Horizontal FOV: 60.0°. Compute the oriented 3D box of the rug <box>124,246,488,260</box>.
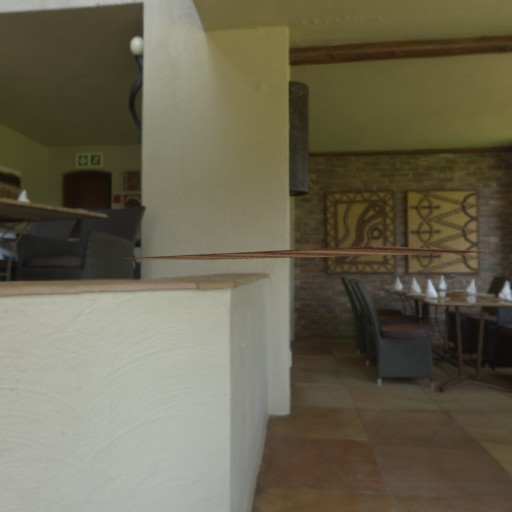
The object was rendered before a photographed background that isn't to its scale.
[{"bbox_3d":[0.000,0.000,2.730,0.792,0.006,2.437,1,-2,-36],"label":"rug"}]
